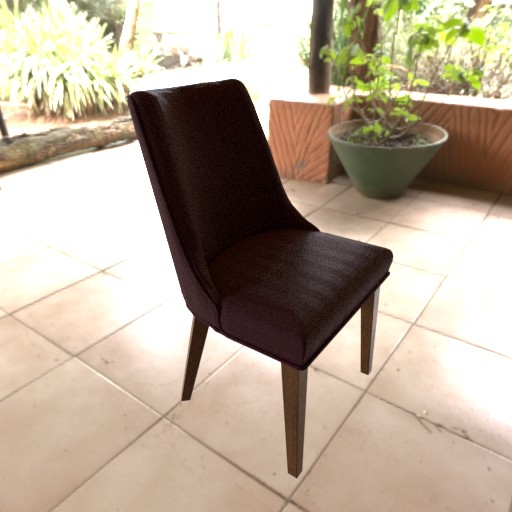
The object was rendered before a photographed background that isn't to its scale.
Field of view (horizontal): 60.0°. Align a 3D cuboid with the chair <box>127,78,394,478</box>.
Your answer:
[{"bbox_3d":[0.000,0.000,1.292,0.638,0.916,0.548,18,32,31],"label":"chair"}]
